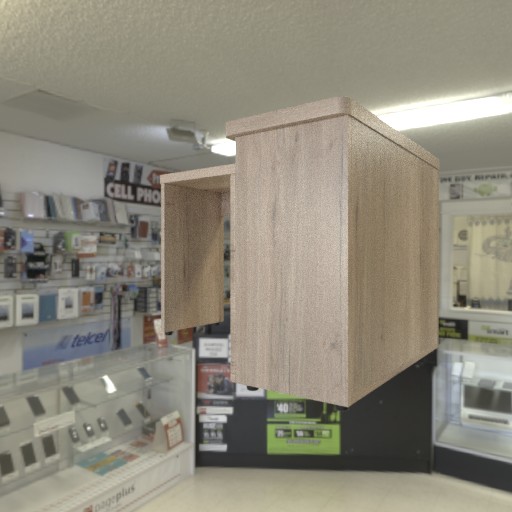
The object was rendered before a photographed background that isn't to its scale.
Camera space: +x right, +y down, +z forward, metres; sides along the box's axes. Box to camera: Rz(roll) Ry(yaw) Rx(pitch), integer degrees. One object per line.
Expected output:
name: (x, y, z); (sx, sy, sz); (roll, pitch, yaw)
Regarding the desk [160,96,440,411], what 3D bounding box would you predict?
desk: (0.000, 0.000, 1.746); (1.169, 0.760, 0.900); (0, 0, 36)
